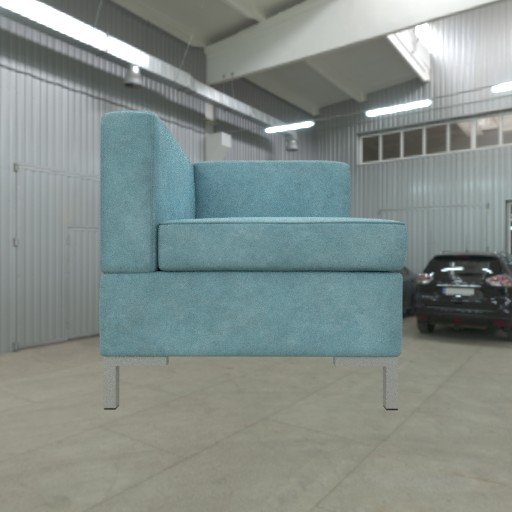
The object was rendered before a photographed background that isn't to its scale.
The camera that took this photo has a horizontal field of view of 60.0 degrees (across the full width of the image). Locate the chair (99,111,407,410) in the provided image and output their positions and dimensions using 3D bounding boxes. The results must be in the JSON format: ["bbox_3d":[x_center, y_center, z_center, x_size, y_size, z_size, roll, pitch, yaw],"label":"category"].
[{"bbox_3d":[0.000,0.000,1.273,0.684,0.660,0.691,0,0,0],"label":"chair"}]
